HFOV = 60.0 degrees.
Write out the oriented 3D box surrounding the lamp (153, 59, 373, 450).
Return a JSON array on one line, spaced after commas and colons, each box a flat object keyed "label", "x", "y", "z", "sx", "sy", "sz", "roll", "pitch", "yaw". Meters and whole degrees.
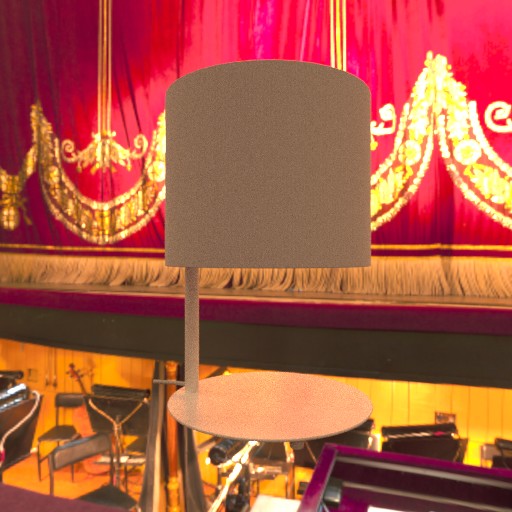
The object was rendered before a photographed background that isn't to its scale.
[{"label": "lamp", "x": 0.000, "y": 0.000, "z": 0.666, "sx": 0.341, "sy": 0.454, "sz": 0.299, "roll": 0, "pitch": 0, "yaw": 17}]
